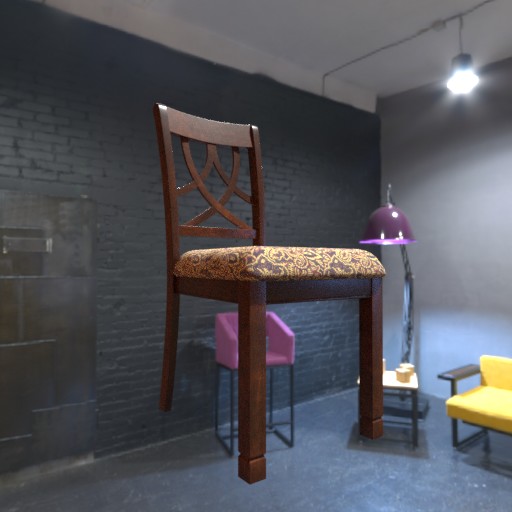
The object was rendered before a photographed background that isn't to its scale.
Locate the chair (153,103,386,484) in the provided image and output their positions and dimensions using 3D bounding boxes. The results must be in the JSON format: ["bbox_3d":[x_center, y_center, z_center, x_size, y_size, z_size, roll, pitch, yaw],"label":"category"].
[{"bbox_3d":[0.000,0.000,1.284,0.457,0.965,0.584,1,-1,-37],"label":"chair"}]
